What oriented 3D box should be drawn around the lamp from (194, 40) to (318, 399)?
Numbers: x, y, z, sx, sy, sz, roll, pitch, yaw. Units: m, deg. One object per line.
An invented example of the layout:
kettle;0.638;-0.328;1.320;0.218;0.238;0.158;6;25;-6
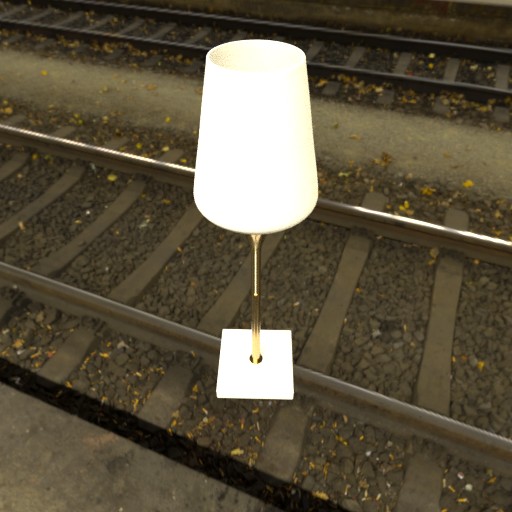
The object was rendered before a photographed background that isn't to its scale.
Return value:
lamp;0.000;0.000;0.736;0.181;0.639;0.181;1;42;1
